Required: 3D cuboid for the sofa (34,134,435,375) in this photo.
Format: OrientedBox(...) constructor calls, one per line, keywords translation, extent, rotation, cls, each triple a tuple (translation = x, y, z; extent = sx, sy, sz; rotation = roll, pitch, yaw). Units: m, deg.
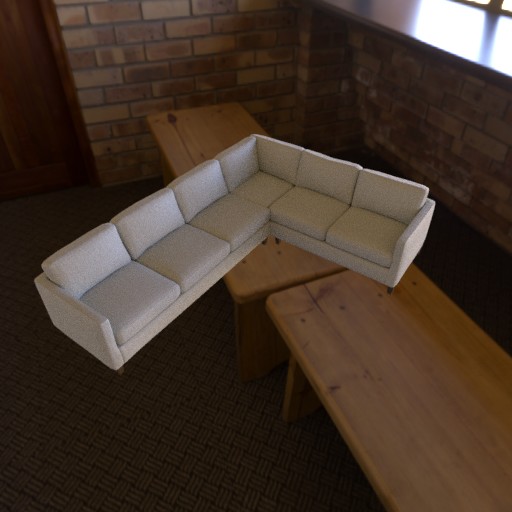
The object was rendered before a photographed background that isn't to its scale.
OrientedBox(translation=(0.000, 0.000, 4.507), extent=(2.522, 0.934, 3.333), rotation=(25, 46, 26), cls="sofa")
